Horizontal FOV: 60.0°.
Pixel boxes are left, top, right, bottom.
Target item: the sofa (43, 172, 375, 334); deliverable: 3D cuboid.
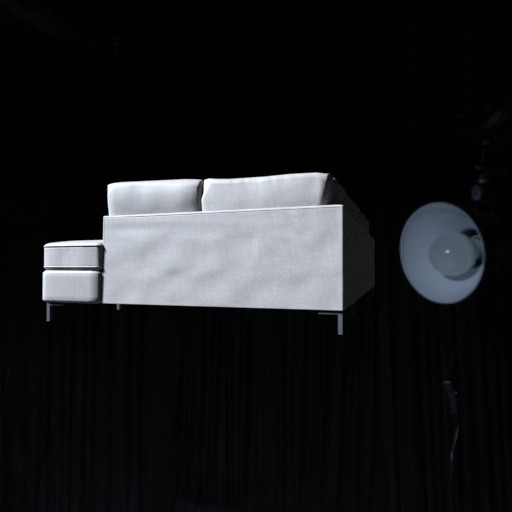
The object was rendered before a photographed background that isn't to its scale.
[{"bbox_3d":[0.000,0.000,4.336,2.077,0.964,3.331,0,-1,18],"label":"sofa"}]
